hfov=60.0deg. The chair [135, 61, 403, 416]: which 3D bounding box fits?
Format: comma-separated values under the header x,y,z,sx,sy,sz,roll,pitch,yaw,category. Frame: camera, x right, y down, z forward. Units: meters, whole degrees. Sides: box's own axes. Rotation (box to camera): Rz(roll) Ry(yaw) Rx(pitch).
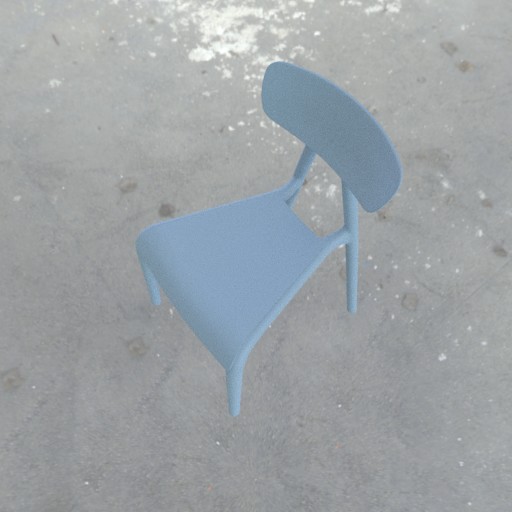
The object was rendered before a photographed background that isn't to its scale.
x,y,z,sx,sy,sz,roll,pitch,yaw,category
0.000,0.000,0.854,0.401,0.580,0.356,-34,68,-16,chair
